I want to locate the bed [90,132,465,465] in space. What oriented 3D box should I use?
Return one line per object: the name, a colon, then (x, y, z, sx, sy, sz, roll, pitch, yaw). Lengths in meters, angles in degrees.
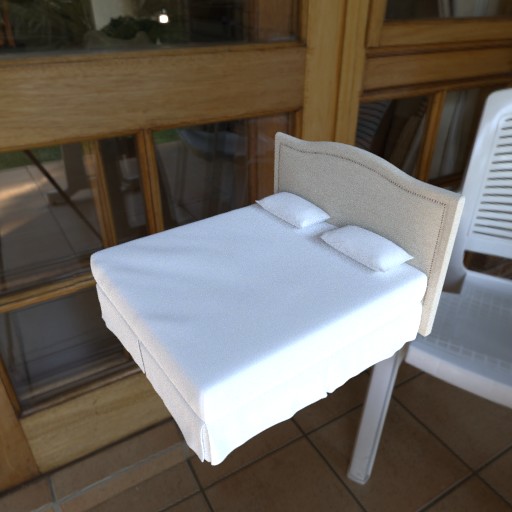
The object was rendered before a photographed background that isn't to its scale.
bed: (0.000, 0.000, 3.602, 2.182, 1.421, 2.083, -21, 36, -31)
